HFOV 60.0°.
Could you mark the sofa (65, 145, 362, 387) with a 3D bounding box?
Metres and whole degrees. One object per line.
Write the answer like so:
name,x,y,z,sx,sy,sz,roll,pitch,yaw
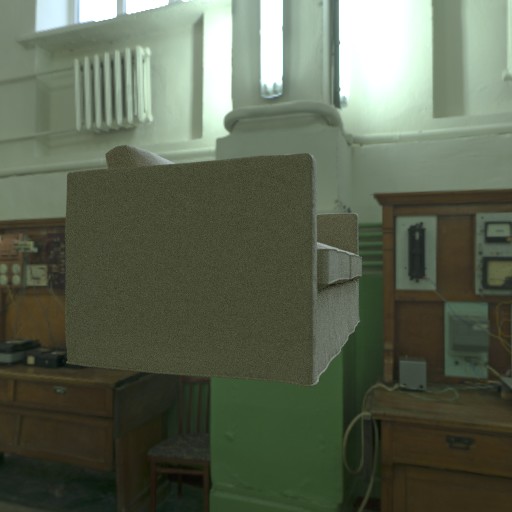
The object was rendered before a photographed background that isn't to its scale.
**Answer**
sofa,0.000,0.000,2.284,0.962,0.835,1.719,0,-2,18
